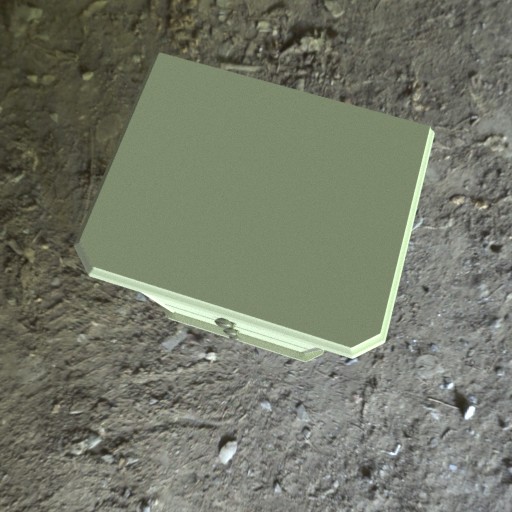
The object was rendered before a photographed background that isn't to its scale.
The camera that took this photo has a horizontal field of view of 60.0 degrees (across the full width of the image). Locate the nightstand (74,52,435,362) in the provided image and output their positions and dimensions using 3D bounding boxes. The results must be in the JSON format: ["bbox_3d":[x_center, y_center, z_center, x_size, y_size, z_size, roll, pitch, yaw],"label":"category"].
[{"bbox_3d":[0.000,0.000,0.935,0.435,0.681,0.351,17,77,4],"label":"nightstand"}]
